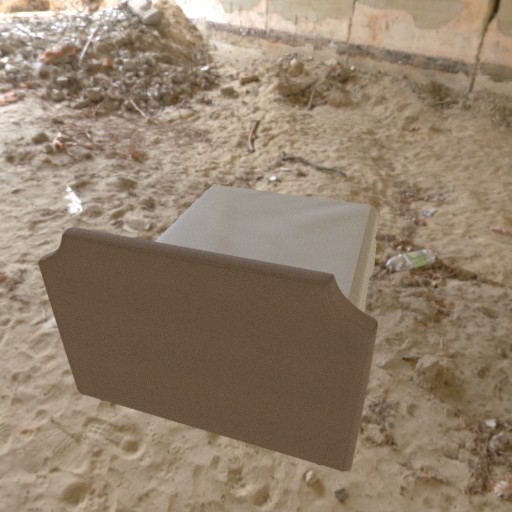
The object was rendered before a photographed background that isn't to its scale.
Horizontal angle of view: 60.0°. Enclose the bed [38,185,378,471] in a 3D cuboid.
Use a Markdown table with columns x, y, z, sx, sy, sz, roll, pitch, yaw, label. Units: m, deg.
| x | y | z | sx | sy | sz | roll | pitch | yaw | label |
| --- | --- | --- | --- | --- | --- | --- | --- | --- | --- |
| 0.000 | 0.000 | 3.253 | 1.828 | 1.303 | 2.164 | 10 | 34 | 15 | bed |
